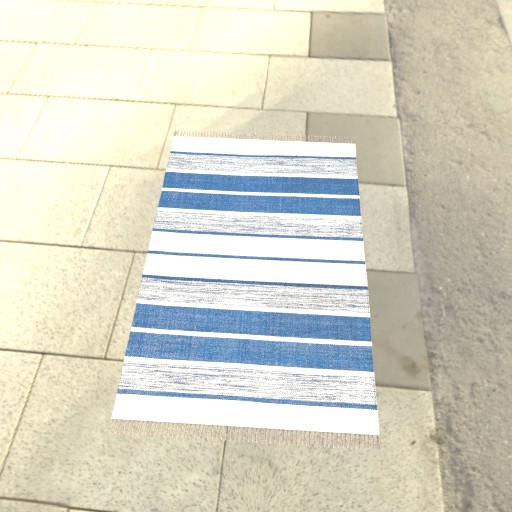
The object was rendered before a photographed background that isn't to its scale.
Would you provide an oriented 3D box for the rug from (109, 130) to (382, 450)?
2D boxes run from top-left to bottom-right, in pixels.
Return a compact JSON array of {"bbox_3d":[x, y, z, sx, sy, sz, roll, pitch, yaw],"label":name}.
[{"bbox_3d":[0.000,0.000,3.109,1.532,0.010,2.441,3,58,2],"label":"rug"}]
